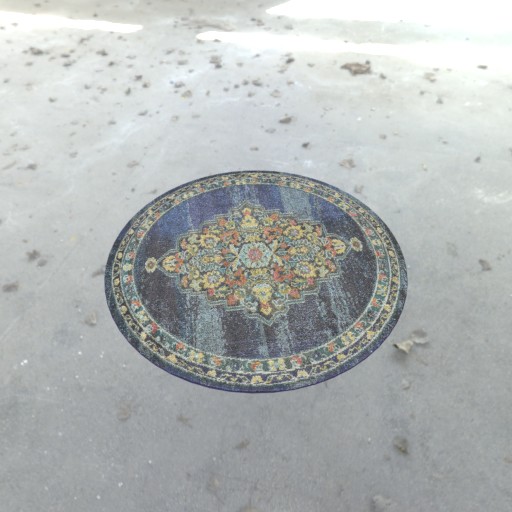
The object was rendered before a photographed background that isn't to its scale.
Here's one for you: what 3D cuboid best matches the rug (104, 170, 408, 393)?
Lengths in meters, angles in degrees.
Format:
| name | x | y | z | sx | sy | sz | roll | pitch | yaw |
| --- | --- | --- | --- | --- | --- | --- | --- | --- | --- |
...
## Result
| name | x | y | z | sx | sy | sz | roll | pitch | yaw |
| --- | --- | --- | --- | --- | --- | --- | --- | --- | --- |
| rug | 0.000 | 0.000 | 3.584 | 2.386 | 0.014 | 2.386 | 0 | 46 | 0 |
